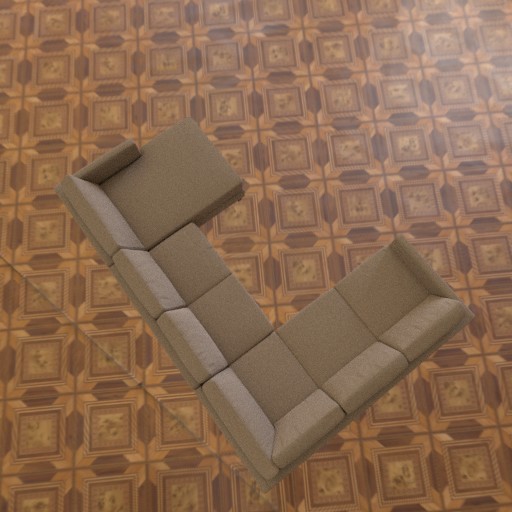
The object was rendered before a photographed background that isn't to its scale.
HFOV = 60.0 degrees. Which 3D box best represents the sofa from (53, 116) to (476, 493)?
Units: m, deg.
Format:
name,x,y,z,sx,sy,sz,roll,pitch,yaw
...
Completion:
name,x,y,z,sx,sy,sz,roll,pitch,yaw
sofa,0.000,0.000,4.412,2.424,0.865,3.438,-36,78,-9
